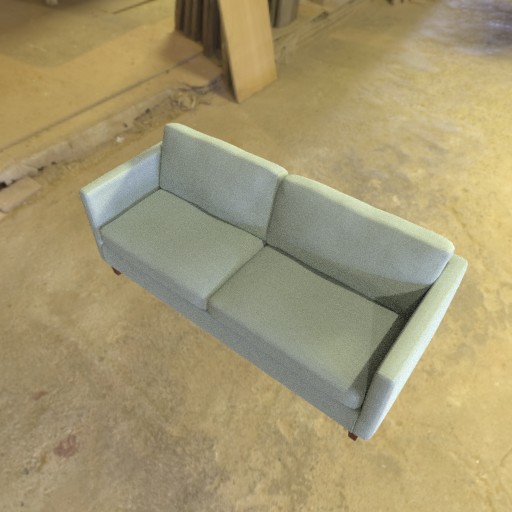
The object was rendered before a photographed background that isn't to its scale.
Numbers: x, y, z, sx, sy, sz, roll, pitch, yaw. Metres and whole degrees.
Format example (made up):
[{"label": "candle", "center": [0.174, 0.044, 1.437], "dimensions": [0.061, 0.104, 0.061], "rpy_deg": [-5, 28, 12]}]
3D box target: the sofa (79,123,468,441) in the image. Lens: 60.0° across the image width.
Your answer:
[{"label": "sofa", "center": [0.000, 0.000, 2.786], "dimensions": [2.208, 0.965, 0.951], "rpy_deg": [29, 53, 25]}]
